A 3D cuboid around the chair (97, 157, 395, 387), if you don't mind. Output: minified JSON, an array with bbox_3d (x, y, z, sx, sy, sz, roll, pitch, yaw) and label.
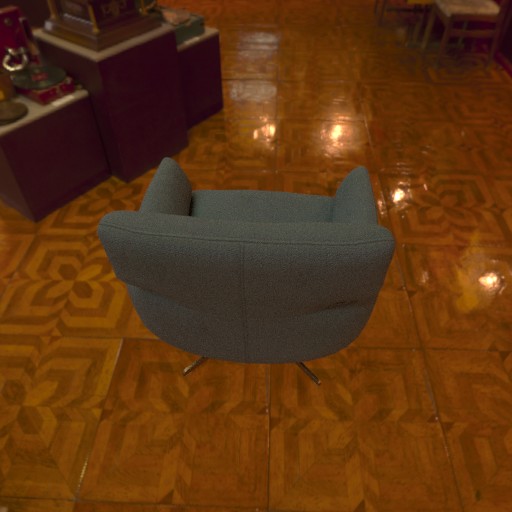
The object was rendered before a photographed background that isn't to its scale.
[{"bbox_3d":[0.000,0.000,1.397,0.738,0.813,0.761,3,46,3],"label":"chair"}]
